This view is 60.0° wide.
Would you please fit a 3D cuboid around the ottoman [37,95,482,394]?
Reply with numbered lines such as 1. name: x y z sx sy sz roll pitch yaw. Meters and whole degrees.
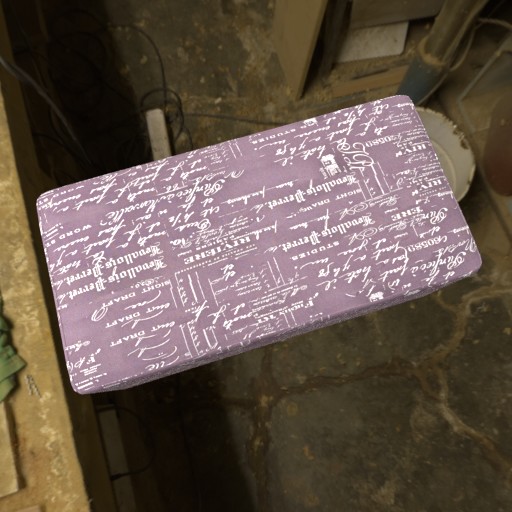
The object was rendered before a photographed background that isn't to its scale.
1. ottoman: 0.000 0.000 1.050 0.813 0.457 0.406 -16 76 -4
